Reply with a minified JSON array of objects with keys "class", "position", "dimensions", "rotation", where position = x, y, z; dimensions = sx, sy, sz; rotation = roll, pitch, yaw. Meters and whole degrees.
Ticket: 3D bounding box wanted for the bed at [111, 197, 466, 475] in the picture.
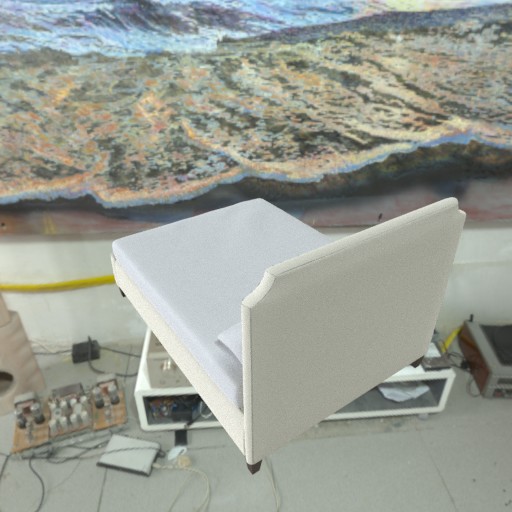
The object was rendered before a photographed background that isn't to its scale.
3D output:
[{"class":"bed","position":[0.000,0.000,3.559],"dimensions":[1.712,1.497,2.372],"rotation":[-20,37,-29]}]
